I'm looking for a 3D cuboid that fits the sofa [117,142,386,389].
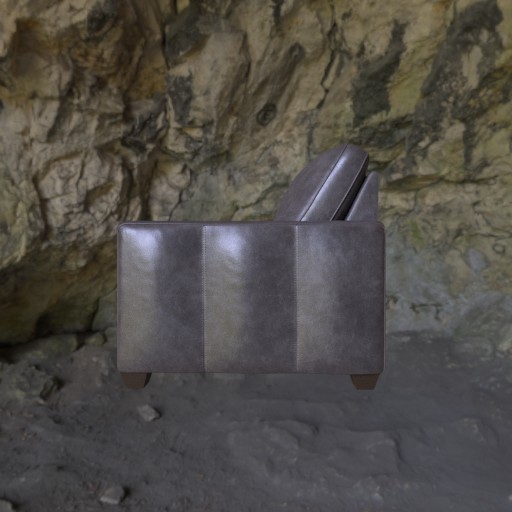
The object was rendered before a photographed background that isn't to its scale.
[{"bbox_3d":[0.000,0.000,2.541,0.939,0.916,2.081,0,0,1],"label":"sofa"}]
